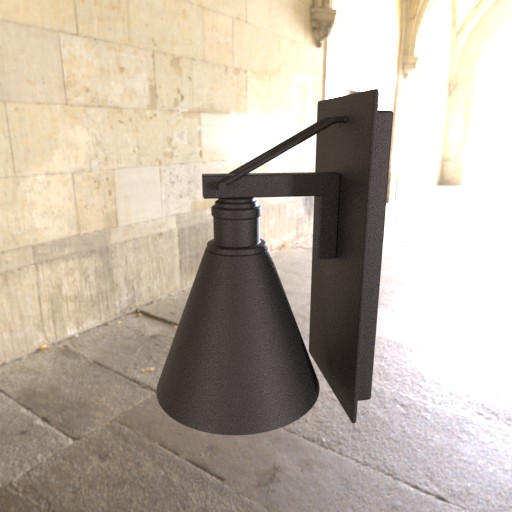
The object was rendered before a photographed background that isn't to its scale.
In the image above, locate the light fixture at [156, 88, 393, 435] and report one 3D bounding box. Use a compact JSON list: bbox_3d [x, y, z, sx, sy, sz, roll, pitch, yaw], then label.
[{"bbox_3d":[0.000,0.000,0.435,0.207,0.298,0.170,-3,16,-9],"label":"light fixture"}]
